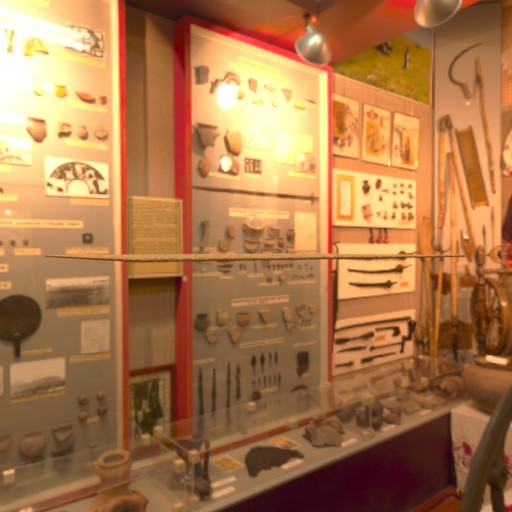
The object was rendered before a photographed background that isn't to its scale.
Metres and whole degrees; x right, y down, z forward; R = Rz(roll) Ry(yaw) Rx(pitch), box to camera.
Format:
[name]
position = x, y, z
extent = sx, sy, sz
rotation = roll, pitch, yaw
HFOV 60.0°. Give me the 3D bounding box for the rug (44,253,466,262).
[rug]
position = 0.000, 0.000, 2.764
extent = 2.141, 0.013, 1.566
rotation = -1, 1, -36
